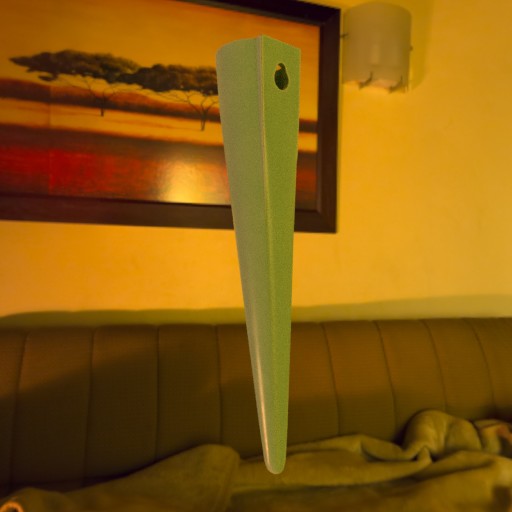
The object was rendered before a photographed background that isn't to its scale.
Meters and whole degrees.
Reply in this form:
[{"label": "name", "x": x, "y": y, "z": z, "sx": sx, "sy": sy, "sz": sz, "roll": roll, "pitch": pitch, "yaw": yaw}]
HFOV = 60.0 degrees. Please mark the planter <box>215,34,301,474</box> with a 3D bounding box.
[{"label": "planter", "x": 0.000, "y": 0.000, "z": 0.294, "sx": 0.054, "sy": 0.268, "sz": 0.055, "roll": 1, "pitch": -2, "yaw": -36}]
